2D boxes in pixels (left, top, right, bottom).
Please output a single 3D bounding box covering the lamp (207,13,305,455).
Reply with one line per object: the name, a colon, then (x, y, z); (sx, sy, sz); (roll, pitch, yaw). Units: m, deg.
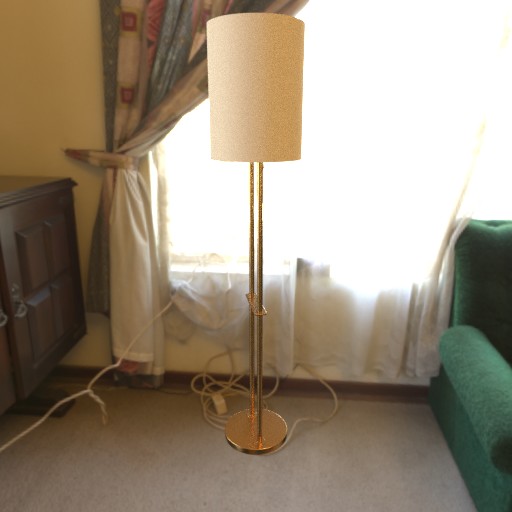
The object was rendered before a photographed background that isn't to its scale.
lamp: (0.000, 0.000, 1.590); (0.305, 1.500, 0.306); (-3, 17, -10)
